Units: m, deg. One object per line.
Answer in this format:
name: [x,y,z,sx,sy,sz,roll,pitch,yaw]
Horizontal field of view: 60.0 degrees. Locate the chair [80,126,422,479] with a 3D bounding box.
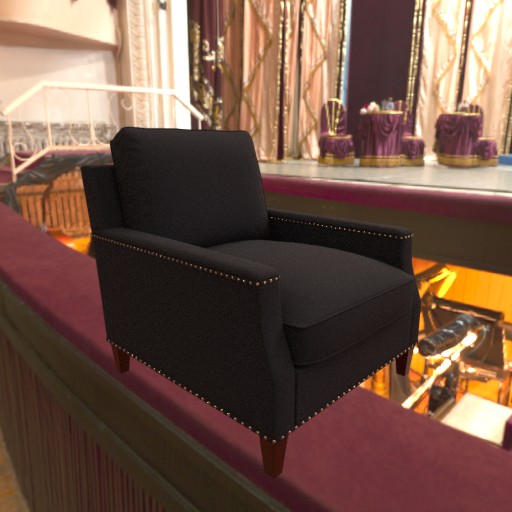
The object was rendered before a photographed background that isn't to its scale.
chair: [0.000,0.000,1.674,1.014,0.943,0.853,14,20,43]
